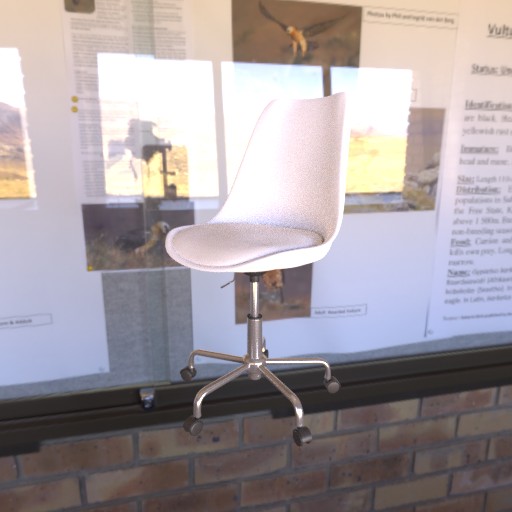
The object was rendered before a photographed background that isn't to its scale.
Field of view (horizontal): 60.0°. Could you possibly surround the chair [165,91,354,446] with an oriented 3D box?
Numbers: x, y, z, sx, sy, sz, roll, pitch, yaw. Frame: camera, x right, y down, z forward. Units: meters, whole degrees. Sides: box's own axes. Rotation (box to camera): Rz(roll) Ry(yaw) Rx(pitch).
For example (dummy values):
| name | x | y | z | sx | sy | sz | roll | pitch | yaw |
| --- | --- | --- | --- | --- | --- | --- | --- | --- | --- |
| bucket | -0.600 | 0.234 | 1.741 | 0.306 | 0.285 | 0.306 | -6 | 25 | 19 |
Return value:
| name | x | y | z | sx | sy | sz | roll | pitch | yaw |
| --- | --- | --- | --- | --- | --- | --- | --- | --- | --- |
| chair | 0.000 | 0.000 | 1.302 | 0.550 | 0.930 | 0.550 | 13 | 19 | 43 |
